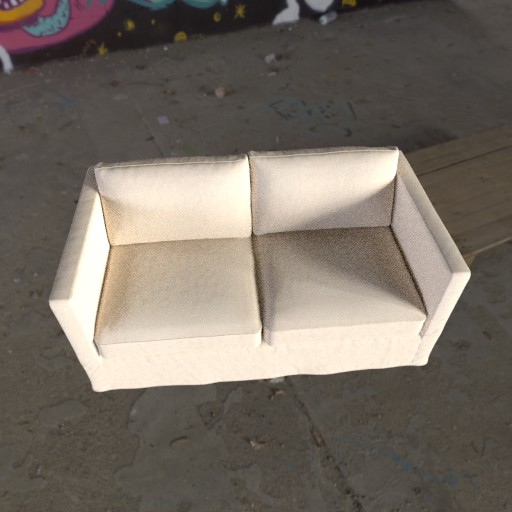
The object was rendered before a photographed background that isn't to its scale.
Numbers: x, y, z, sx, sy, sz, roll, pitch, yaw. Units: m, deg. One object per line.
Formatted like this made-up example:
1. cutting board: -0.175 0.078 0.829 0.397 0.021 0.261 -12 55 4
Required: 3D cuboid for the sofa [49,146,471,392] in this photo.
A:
1. sofa: 0.000 0.000 2.300 1.746 0.834 0.962 -4 46 -4
